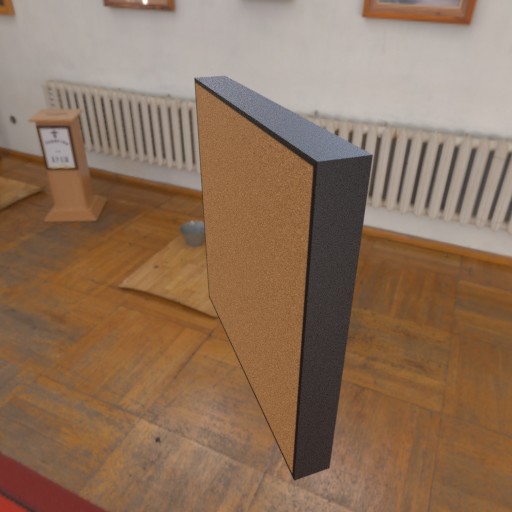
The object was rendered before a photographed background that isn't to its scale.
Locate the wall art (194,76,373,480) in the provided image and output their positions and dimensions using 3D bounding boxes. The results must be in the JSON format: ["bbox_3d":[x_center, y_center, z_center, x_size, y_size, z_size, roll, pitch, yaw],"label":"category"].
[{"bbox_3d":[0.000,0.000,0.457,0.037,0.303,0.304,-11,32,-17],"label":"wall art"}]
